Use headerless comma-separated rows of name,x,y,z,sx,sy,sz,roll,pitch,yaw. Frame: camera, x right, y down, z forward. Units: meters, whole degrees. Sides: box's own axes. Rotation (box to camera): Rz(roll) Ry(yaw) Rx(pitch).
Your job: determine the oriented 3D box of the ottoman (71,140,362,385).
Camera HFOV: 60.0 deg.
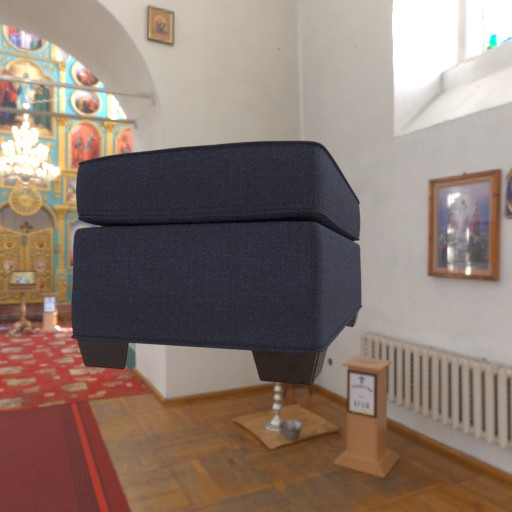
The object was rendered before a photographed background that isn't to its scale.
ottoman,0.000,0.000,1.206,0.505,0.453,0.895,0,-1,18
